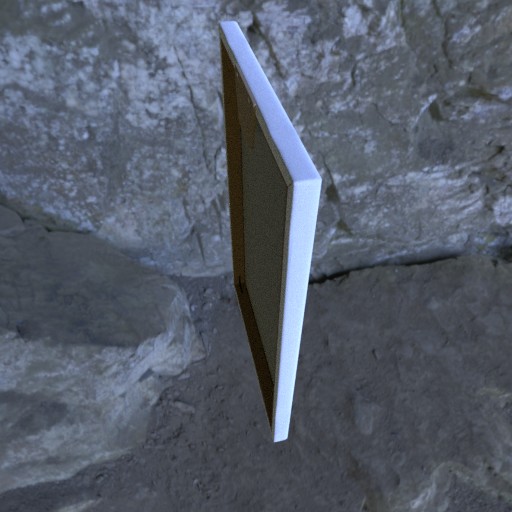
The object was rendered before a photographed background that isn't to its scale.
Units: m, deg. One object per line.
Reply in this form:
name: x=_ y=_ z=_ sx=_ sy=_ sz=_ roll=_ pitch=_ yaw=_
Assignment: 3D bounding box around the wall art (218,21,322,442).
wall art: x=0.000 y=0.000 z=1.128 sx=0.048 sy=0.916 sz=0.602 roll=-9 pitch=48 yaw=-9
